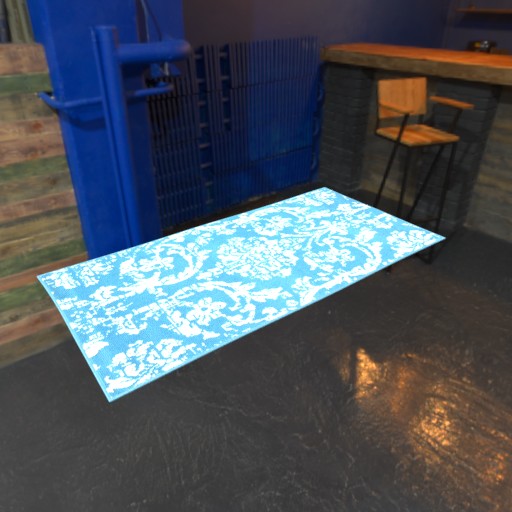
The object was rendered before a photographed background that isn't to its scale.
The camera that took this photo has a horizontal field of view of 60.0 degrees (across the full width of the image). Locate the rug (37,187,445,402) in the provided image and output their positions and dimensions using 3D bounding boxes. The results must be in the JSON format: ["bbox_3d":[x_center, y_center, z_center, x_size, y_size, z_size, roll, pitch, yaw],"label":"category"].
[{"bbox_3d":[0.000,0.000,1.452,1.219,0.007,0.604,-21,36,-31],"label":"rug"}]
